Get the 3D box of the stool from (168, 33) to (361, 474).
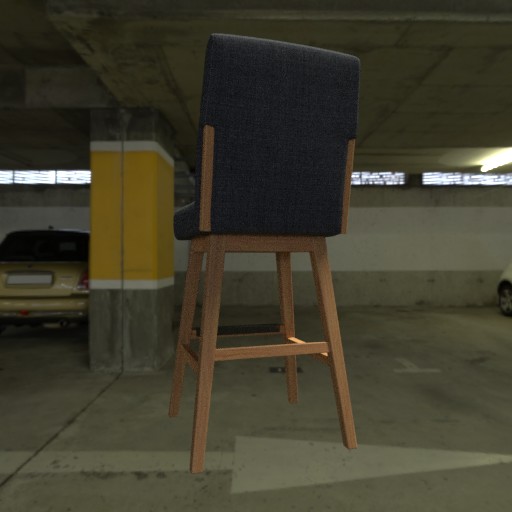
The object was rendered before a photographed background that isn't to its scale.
[{"bbox_3d":[0.000,0.000,1.395,0.483,1.112,0.570,0,0,-19],"label":"stool"}]
